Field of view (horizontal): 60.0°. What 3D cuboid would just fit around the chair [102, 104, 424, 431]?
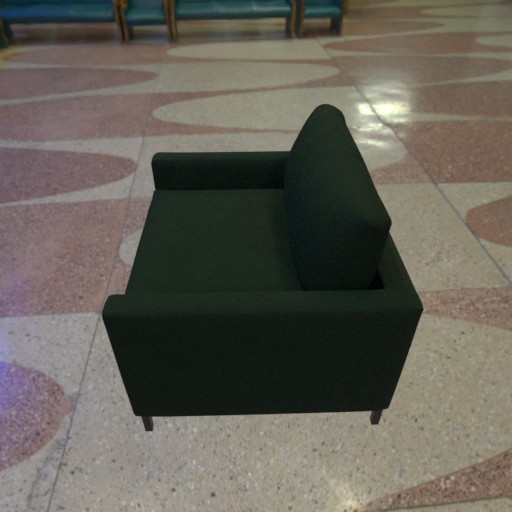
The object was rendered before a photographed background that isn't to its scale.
[{"bbox_3d":[0.000,0.000,1.626,0.866,0.861,0.963,-1,39,-1],"label":"chair"}]
